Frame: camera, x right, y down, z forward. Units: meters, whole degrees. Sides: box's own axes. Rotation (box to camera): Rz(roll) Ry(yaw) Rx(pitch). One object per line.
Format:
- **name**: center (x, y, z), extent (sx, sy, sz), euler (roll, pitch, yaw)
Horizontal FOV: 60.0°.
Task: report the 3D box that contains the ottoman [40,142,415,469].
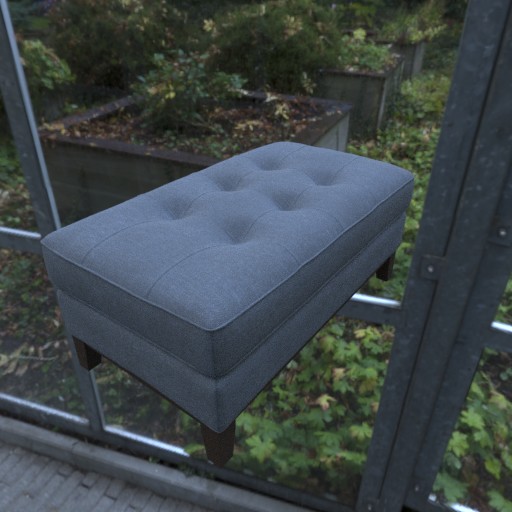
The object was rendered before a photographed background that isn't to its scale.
- **ottoman**: center (0.000, 0.000, 1.506), extent (0.648, 0.514, 1.143), euler (21, 37, 31)
